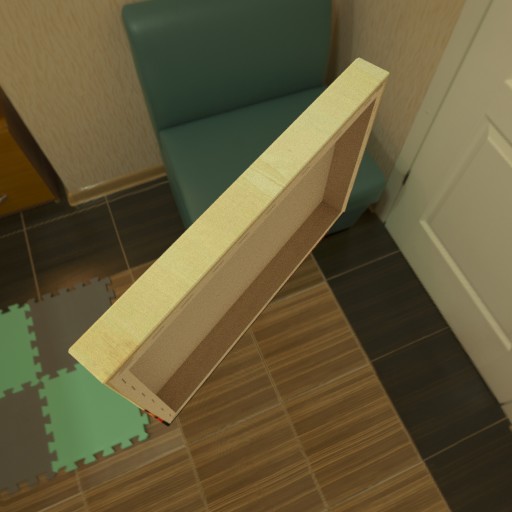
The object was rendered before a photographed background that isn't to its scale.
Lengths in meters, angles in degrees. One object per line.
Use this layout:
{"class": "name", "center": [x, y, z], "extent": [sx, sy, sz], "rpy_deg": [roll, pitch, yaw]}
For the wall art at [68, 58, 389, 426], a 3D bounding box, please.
{"class": "wall art", "center": [0.000, 0.000, 0.485], "extent": [0.037, 0.251, 0.383], "rpy_deg": [35, 68, 16]}
